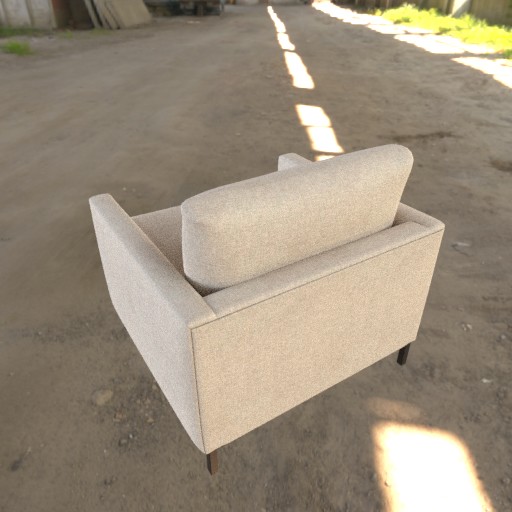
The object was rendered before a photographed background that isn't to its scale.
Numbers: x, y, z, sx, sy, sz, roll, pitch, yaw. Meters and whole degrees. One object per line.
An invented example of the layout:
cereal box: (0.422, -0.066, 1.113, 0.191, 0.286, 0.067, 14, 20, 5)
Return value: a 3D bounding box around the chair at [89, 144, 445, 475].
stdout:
chair: (0.000, 0.000, 1.635, 0.963, 0.861, 0.866, -19, 36, -27)
